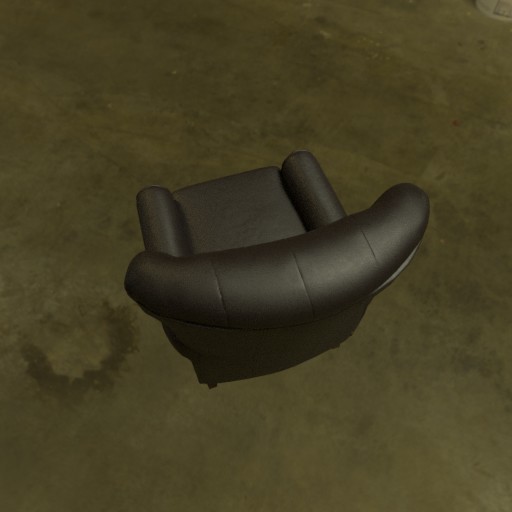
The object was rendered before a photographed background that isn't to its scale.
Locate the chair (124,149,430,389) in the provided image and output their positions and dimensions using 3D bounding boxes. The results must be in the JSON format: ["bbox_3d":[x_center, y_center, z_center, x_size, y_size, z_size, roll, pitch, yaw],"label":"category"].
[{"bbox_3d":[0.000,0.000,1.857,0.948,1.158,1.058,-15,59,-10],"label":"chair"}]
